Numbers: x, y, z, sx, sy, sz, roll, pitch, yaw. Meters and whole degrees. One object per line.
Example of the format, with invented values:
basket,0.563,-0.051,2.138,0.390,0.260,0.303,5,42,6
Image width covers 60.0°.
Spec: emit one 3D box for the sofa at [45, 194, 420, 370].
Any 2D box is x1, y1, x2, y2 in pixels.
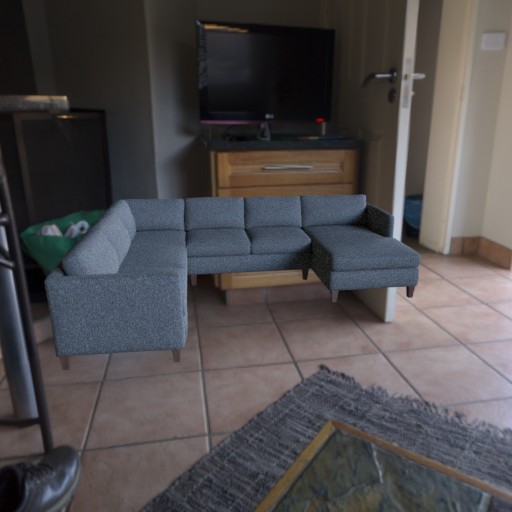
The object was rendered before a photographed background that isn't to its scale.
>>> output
sofa,0.000,0.000,4.408,3.238,0.853,2.551,-2,17,-8
